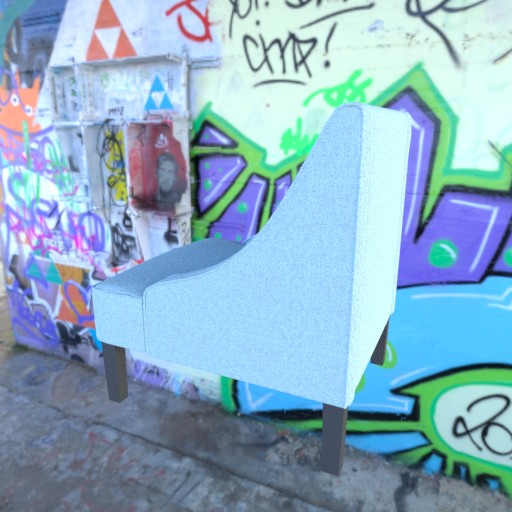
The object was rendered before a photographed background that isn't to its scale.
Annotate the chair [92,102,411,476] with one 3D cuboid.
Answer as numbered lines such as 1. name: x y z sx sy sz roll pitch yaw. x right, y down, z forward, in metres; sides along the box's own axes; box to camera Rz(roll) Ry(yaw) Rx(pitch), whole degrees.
1. chair: 0.000 0.000 1.808 1.025 1.133 0.857 8 18 25
